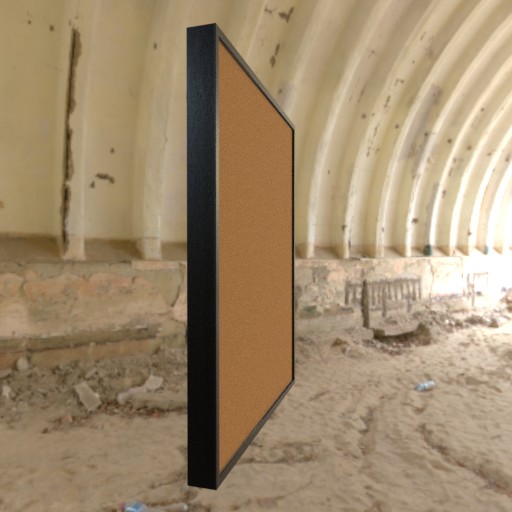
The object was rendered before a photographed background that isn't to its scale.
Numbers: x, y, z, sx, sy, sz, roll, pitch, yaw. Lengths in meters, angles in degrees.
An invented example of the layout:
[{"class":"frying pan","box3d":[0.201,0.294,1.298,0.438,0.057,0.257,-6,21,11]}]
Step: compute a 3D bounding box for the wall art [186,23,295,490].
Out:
[{"class":"wall art","box3d":[0.000,0.000,0.745,0.039,0.553,0.451,0,1,17]}]
